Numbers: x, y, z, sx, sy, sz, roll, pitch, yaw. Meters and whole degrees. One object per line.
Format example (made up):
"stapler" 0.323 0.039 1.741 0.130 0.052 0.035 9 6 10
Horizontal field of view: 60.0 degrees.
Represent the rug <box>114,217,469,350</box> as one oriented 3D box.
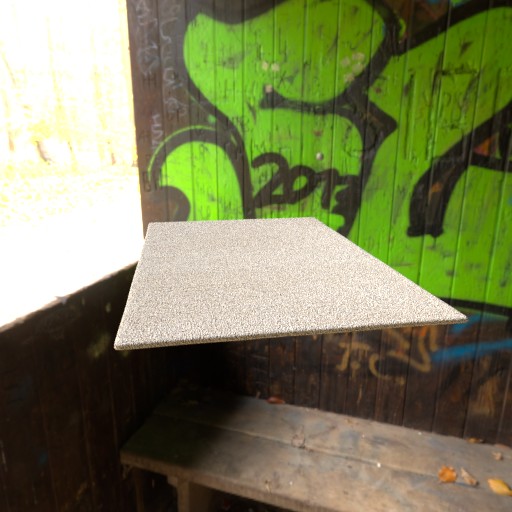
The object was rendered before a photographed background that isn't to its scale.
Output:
"rug" 0.000 0.000 3.443 1.778 0.030 2.743 -3 16 -9
